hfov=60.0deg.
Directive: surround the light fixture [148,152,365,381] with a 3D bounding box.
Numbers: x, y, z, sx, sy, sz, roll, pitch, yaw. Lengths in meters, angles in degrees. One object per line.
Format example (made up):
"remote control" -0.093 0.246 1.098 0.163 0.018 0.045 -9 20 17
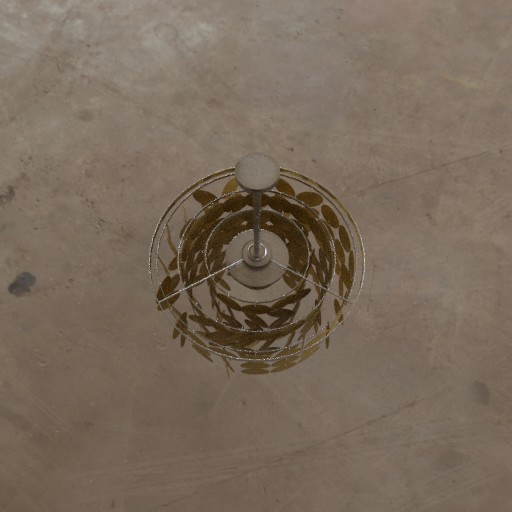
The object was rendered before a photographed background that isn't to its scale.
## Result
"light fixture" 0.000 0.000 0.747 0.368 0.492 0.368 0 64 0
